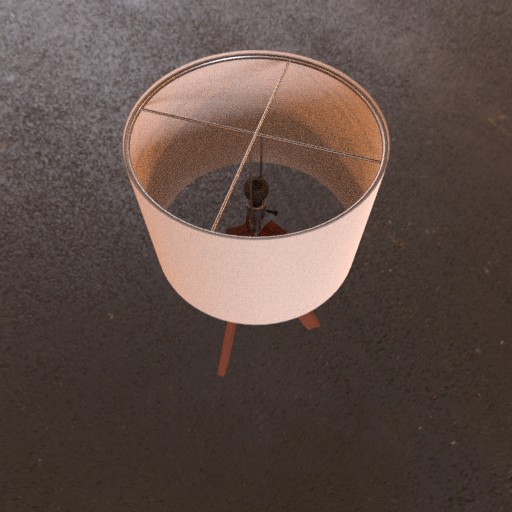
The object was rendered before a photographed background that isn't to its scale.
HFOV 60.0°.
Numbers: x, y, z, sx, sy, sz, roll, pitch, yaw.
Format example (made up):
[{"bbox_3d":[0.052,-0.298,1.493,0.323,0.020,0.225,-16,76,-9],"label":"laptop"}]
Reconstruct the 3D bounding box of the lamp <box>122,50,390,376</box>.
[{"bbox_3d":[0.000,0.000,0.927,0.380,0.686,0.380,15,59,9],"label":"lamp"}]
